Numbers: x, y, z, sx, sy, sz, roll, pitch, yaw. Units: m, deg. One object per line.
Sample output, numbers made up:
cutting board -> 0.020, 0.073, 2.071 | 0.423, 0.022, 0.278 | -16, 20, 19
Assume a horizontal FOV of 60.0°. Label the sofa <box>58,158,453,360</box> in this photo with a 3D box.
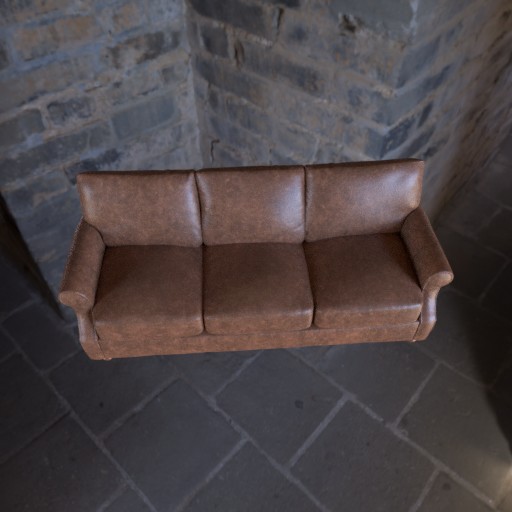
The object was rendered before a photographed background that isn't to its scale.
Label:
sofa -> 0.000, 0.000, 2.899 | 2.351, 0.977, 0.973 | -3, 47, -3
